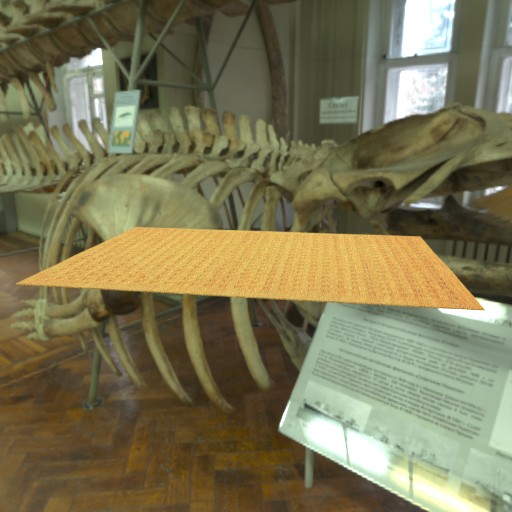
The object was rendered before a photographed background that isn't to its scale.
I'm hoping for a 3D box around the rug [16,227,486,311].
[{"bbox_3d":[0.000,0.000,2.161,1.747,0.006,1.143,2,15,9],"label":"rug"}]
